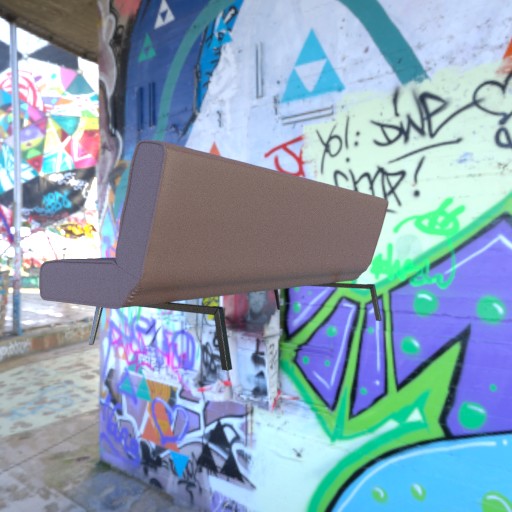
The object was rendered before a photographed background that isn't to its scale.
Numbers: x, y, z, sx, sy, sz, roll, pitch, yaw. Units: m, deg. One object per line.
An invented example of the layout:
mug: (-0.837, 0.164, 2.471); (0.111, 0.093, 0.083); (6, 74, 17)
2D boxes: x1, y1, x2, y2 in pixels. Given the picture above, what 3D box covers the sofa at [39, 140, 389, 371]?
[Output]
sofa: (0.000, 0.000, 2.107); (0.747, 0.699, 1.703); (0, 1, 37)
